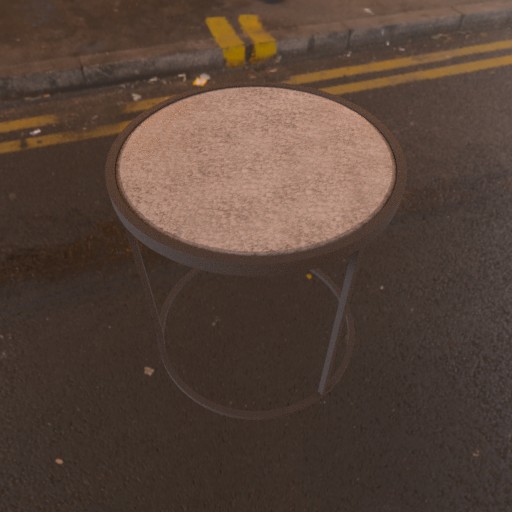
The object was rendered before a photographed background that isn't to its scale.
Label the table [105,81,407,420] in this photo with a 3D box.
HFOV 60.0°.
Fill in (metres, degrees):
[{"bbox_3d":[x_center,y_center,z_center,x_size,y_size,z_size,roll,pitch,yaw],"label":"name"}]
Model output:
[{"bbox_3d":[0.000,0.000,0.893,0.470,0.498,0.470,0,48,0],"label":"table"}]
